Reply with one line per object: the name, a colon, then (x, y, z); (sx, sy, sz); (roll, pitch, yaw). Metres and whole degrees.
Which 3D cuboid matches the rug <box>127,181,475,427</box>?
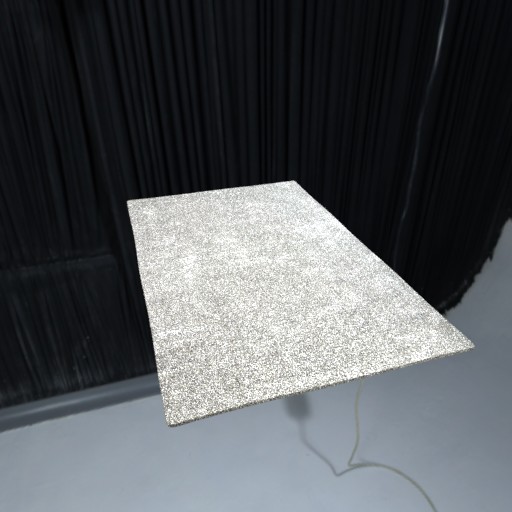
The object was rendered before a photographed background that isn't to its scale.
rug: (0.000, 0.000, 2.928); (1.502, 0.025, 2.350); (-9, 32, -15)
